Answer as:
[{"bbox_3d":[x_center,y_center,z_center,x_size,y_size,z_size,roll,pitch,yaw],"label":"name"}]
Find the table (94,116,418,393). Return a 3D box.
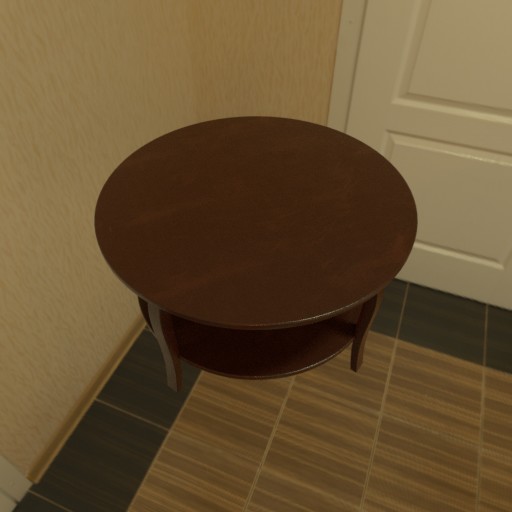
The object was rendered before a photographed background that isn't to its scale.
[{"bbox_3d":[0.000,0.000,1.468,0.911,0.512,0.911,0,46,0],"label":"table"}]
